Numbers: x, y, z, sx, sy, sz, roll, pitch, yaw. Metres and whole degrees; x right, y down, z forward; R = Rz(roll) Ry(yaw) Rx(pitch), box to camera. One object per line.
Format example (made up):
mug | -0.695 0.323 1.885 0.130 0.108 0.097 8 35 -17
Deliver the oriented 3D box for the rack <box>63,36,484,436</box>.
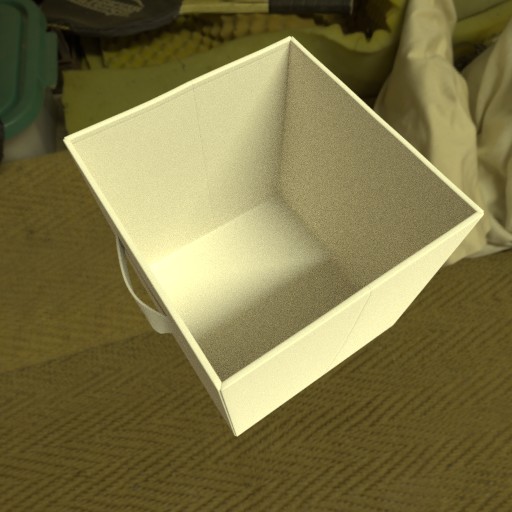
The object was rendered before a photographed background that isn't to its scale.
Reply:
rack | 0.000 0.000 0.495 0.270 0.280 0.270 -31 66 -15
